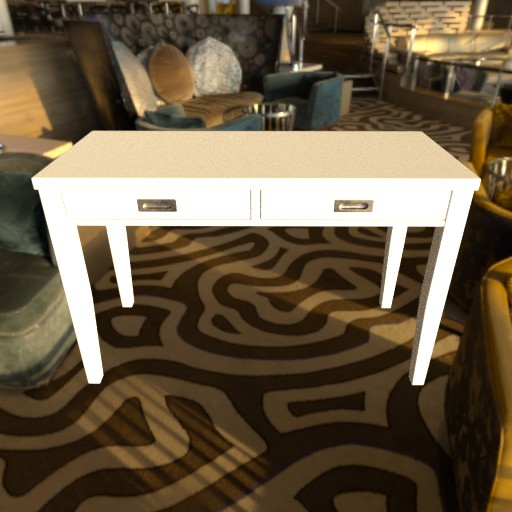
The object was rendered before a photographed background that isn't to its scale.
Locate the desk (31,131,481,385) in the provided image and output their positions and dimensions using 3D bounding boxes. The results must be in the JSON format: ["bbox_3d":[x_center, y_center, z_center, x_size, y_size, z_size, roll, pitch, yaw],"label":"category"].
[{"bbox_3d":[0.000,0.000,1.611,1.220,0.775,0.508,0,30,0],"label":"desk"}]
